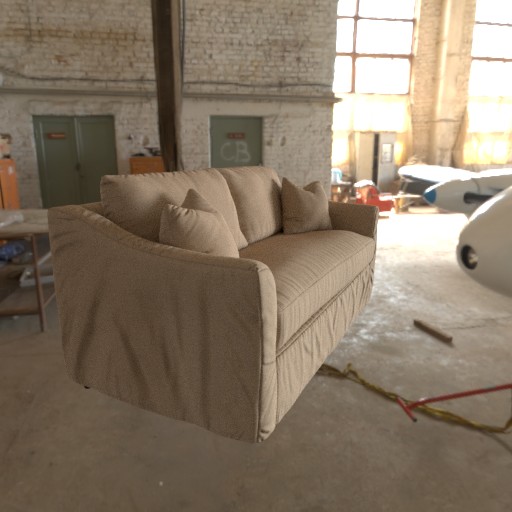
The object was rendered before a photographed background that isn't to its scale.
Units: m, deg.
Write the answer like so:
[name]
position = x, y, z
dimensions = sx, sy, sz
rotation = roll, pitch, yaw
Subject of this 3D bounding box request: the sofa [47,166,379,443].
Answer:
[sofa]
position = 0.000, 0.000, 2.629
dimensions = 1.072, 1.018, 2.010
rotation = 7, 15, 26
